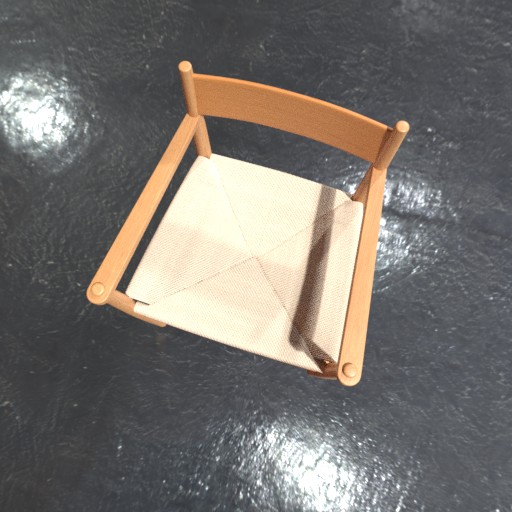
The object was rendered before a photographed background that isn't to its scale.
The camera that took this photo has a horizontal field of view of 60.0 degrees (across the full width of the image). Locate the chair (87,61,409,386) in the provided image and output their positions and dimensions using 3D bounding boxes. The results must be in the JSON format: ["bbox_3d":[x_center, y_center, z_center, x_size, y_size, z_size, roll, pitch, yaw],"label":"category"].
[{"bbox_3d":[0.000,0.000,1.141,0.556,0.762,0.495,17,76,4],"label":"chair"}]
